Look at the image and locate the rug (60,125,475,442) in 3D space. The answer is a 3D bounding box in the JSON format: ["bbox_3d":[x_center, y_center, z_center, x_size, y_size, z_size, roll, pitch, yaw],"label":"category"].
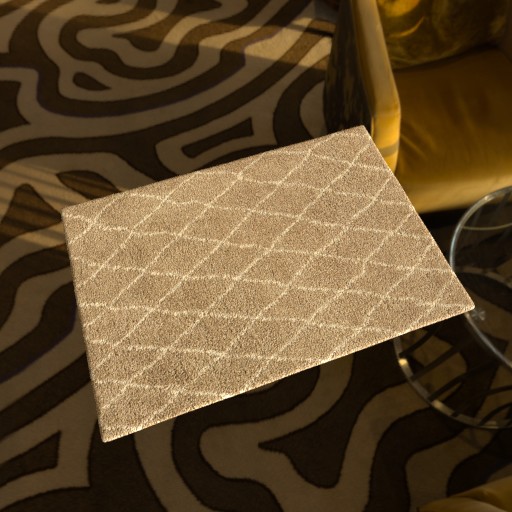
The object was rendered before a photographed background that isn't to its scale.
[{"bbox_3d":[0.000,0.000,2.231,1.778,0.030,1.219,-17,64,-9],"label":"rug"}]
